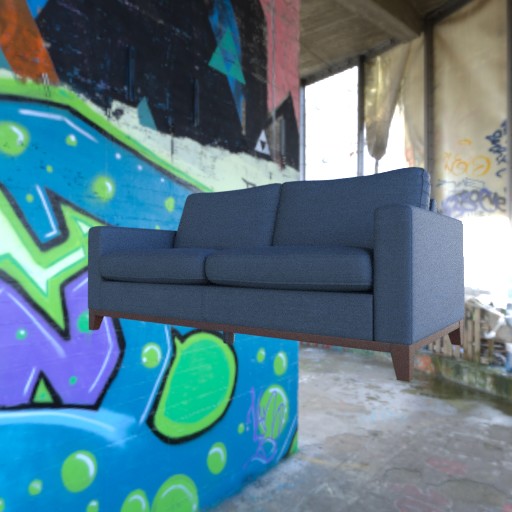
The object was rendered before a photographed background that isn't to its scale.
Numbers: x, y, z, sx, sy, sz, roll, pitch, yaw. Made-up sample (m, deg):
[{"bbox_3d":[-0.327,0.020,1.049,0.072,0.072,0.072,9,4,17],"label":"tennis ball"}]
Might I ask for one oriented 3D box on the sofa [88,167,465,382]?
[{"bbox_3d":[0.000,0.000,2.382,1.900,0.865,0.877,0,-1,36],"label":"sofa"}]
